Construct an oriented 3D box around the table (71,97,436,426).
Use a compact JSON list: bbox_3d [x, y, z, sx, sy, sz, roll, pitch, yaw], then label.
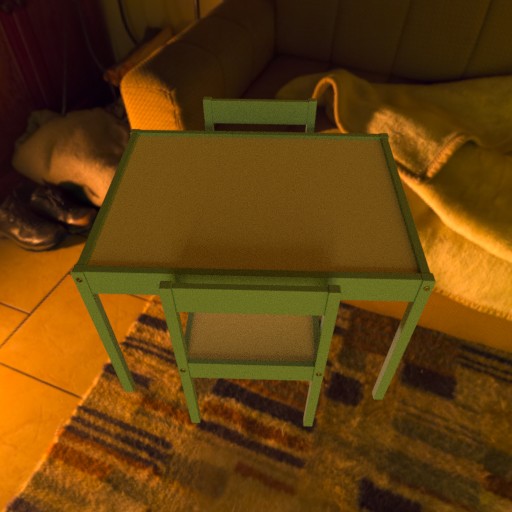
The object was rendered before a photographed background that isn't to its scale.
[{"bbox_3d":[0.000,0.000,1.086,0.639,0.503,0.633,1,46,1],"label":"table"}]
